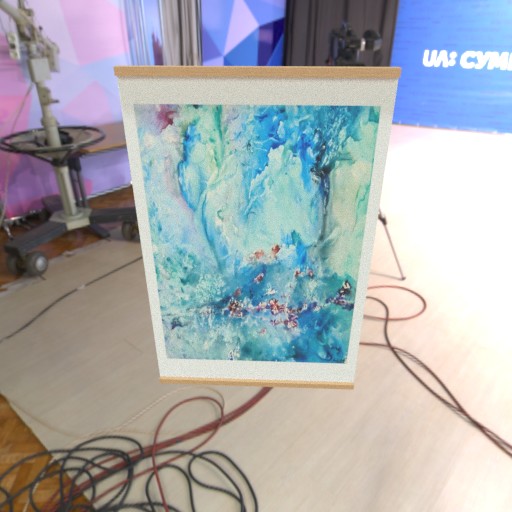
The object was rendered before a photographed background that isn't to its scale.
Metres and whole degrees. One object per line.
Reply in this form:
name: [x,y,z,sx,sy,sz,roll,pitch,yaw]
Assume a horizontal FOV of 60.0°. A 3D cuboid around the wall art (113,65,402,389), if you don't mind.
wall art: [0.000,0.000,0.774,0.401,0.611,0.016,1,30,2]
